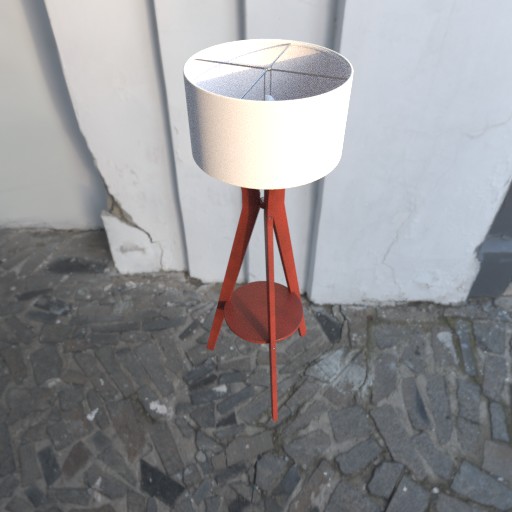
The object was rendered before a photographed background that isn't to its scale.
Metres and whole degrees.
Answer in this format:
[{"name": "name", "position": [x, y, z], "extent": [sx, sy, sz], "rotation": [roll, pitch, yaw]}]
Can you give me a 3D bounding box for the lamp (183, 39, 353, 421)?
[{"name": "lamp", "position": [0.000, 0.000, 1.749], "extent": [0.542, 1.472, 0.539], "rotation": [14, 45, 14]}]
